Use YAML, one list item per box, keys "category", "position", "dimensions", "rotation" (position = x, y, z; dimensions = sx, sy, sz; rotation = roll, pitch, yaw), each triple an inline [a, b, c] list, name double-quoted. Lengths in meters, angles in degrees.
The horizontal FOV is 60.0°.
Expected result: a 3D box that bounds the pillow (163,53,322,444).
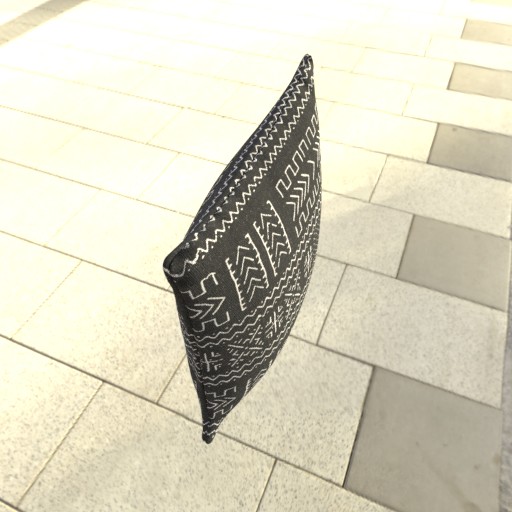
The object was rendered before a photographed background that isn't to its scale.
- category: "pillow"
  position: [0.000, 0.000, 0.666]
  dimensions: [0.164, 0.430, 0.438]
  rotation: [16, 50, 14]
